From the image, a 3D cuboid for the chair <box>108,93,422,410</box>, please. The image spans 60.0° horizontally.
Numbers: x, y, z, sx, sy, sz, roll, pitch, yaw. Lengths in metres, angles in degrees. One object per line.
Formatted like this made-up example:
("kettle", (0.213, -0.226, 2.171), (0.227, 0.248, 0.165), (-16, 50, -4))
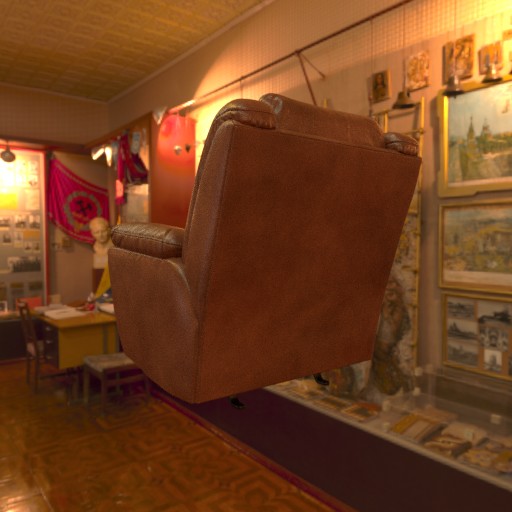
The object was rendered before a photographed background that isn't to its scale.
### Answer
("chair", (0.000, 0.000, 1.922), (0.990, 1.093, 1.041), (-2, 3, -37))
